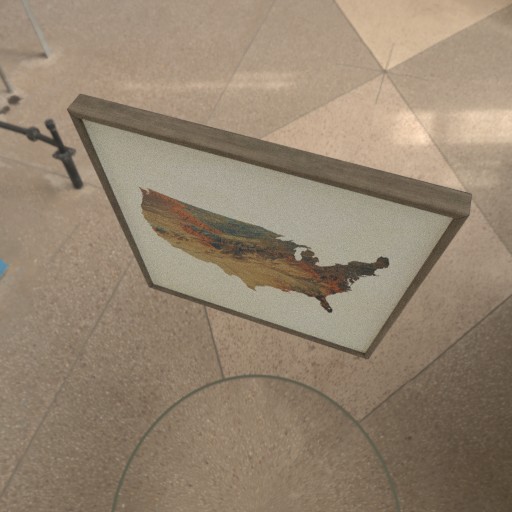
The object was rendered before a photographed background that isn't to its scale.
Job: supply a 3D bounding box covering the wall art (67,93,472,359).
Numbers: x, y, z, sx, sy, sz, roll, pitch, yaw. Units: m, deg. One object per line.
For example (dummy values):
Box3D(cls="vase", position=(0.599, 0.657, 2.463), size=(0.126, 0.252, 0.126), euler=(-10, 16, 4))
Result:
Box3D(cls="wall art", position=(0.000, 0.000, 1.113), size=(0.749, 0.751, 0.050), euler=(17, 61, 10))
